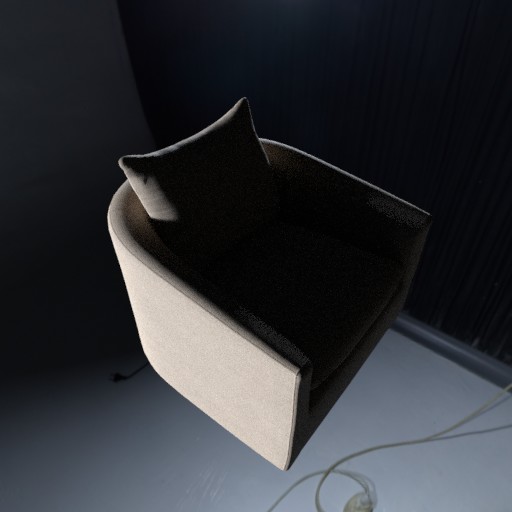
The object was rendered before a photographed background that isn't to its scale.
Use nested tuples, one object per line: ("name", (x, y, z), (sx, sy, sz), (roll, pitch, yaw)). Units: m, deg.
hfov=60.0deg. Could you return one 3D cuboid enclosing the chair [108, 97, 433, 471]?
("chair", (0.000, 0.000, 1.573), (0.910, 0.848, 0.845), (27, 47, 28))
